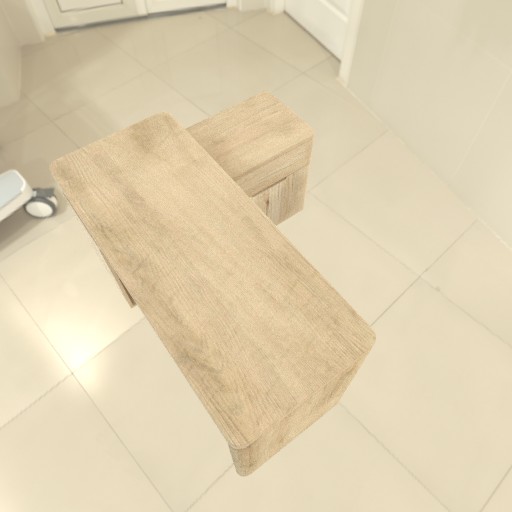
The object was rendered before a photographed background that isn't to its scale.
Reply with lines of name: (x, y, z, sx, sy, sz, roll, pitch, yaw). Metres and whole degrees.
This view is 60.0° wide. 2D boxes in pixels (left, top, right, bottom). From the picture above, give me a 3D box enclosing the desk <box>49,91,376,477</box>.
desk: (0.000, 0.000, 2.081, 1.175, 0.770, 1.400, -32, 63, -18)
